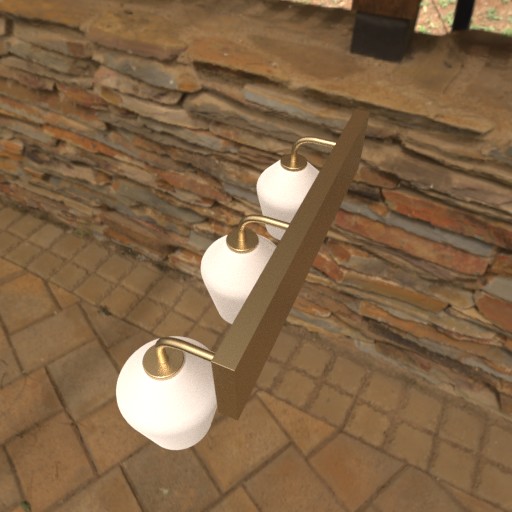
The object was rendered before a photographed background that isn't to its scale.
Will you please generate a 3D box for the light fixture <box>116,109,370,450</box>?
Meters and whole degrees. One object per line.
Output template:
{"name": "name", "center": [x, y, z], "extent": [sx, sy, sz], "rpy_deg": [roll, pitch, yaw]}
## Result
{"name": "light fixture", "center": [0.000, 0.000, 0.715], "extent": [0.190, 0.280, 0.609], "rpy_deg": [18, 49, 16]}
